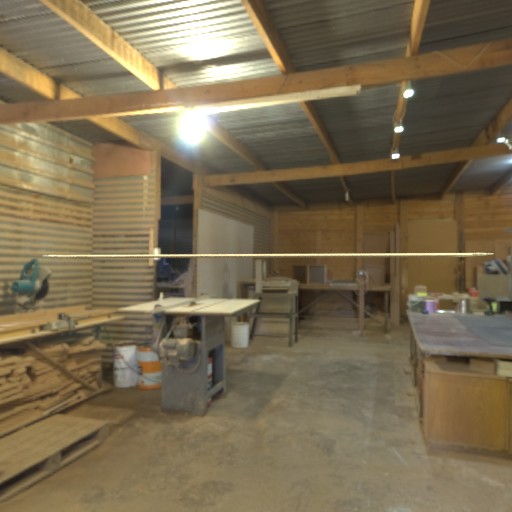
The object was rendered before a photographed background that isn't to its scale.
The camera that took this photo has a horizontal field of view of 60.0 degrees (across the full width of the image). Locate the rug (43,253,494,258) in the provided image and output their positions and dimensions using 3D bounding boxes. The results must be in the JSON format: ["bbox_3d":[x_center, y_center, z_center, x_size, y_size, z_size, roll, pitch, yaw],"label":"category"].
[{"bbox_3d":[0.000,0.000,2.690,2.449,0.011,0.774,0,-1,16],"label":"rug"}]
